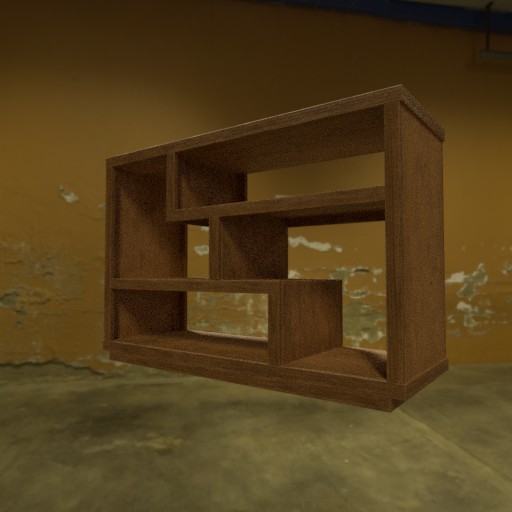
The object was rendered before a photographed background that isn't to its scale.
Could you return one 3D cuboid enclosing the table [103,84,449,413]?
[{"bbox_3d":[0.000,0.000,1.533,1.151,0.771,0.410,-2,-3,36],"label":"table"}]
